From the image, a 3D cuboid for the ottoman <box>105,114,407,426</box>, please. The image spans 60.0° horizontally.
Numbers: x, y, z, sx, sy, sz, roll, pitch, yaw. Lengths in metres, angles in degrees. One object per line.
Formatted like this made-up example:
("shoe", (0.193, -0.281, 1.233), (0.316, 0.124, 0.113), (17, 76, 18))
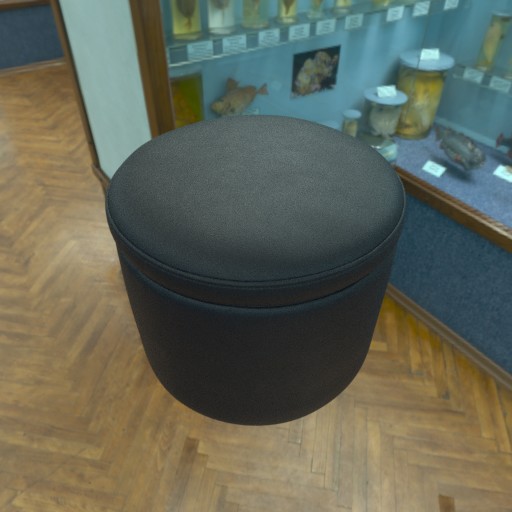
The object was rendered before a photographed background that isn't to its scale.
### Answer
("ottoman", (0.000, 0.000, 0.865), (0.501, 0.409, 0.501), (0, 41, 0))
